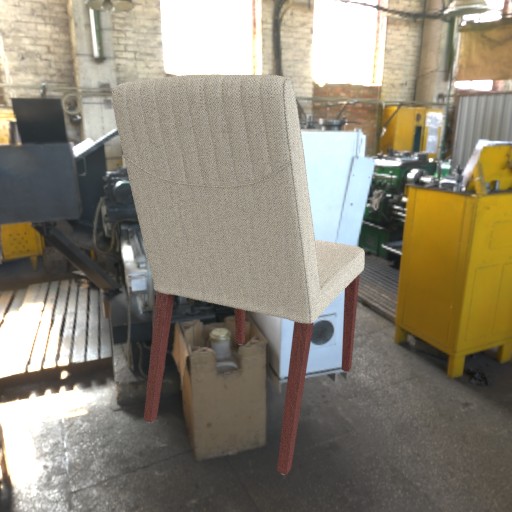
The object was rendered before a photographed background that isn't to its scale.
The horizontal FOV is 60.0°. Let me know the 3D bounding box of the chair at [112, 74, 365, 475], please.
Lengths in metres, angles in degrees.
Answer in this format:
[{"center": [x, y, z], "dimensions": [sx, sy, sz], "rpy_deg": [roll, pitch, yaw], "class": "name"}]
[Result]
[{"center": [0.000, 0.000, 1.245], "dimensions": [0.480, 0.900, 0.594], "rpy_deg": [9, 19, 26], "class": "chair"}]
